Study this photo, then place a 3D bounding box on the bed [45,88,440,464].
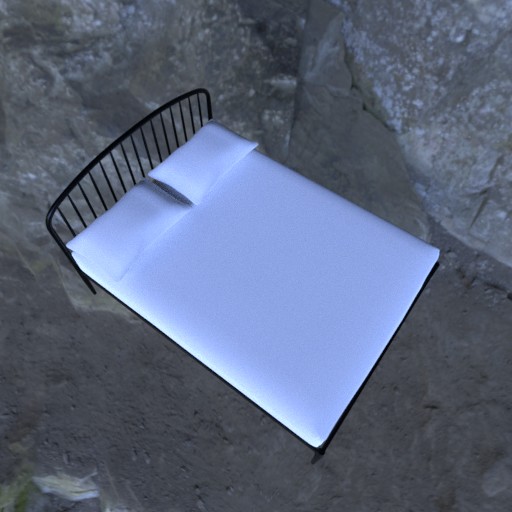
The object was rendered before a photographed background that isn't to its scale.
[{"bbox_3d":[0.000,0.000,3.134,2.159,1.166,1.618,32,64,18],"label":"bed"}]
